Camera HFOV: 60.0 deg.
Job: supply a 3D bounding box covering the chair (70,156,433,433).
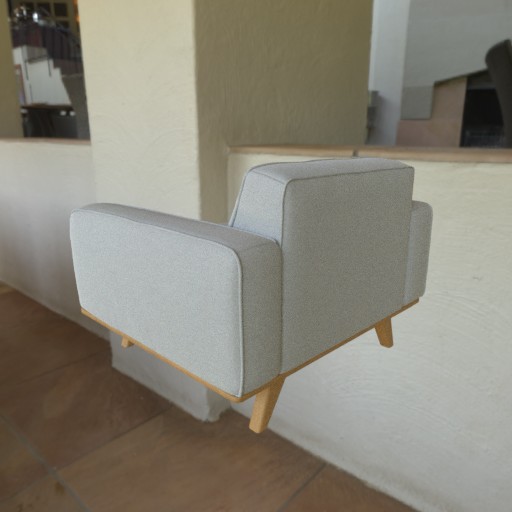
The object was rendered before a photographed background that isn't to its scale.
[{"bbox_3d":[0.000,0.000,1.764,1.115,0.779,0.953,-15,21,-43],"label":"chair"}]
